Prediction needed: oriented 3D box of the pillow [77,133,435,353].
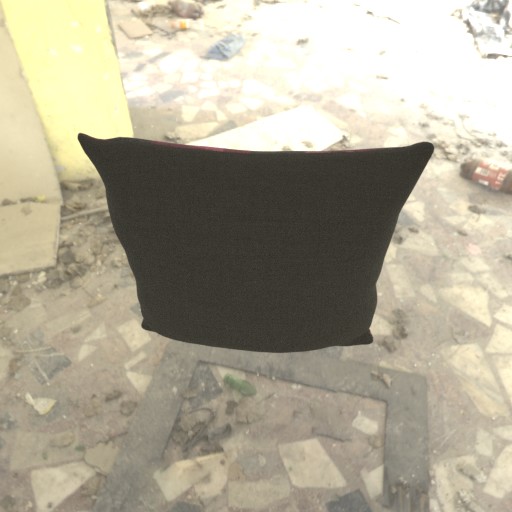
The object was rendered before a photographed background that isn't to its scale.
[{"bbox_3d":[0.000,0.000,0.786,0.503,0.496,0.208,3,47,3],"label":"pillow"}]
